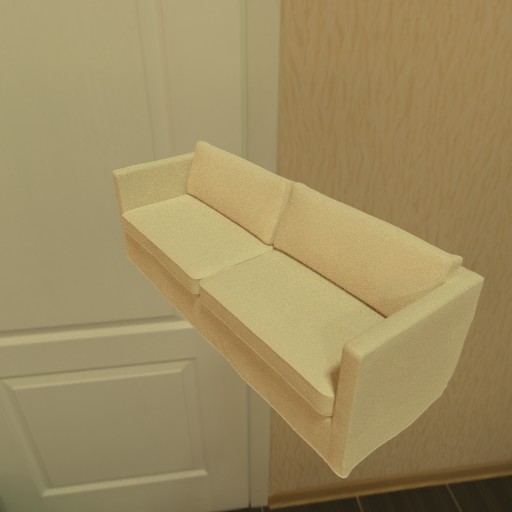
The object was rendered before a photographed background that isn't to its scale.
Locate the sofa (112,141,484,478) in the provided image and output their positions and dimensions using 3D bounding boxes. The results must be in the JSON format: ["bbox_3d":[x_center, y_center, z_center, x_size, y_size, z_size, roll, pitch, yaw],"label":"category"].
[{"bbox_3d":[0.000,0.000,3.216,1.036,0.999,2.779,-22,38,-31],"label":"sofa"}]
